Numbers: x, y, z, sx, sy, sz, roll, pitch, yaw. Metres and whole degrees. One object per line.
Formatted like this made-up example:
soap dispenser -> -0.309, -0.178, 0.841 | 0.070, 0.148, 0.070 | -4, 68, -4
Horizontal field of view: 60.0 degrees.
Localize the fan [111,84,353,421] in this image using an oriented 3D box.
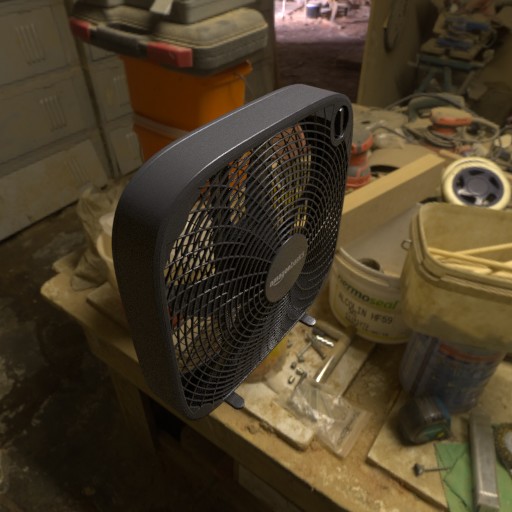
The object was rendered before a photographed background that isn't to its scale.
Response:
fan -> 0.000, 0.000, 0.816 | 0.142, 0.533, 0.526 | 26, 47, 28
